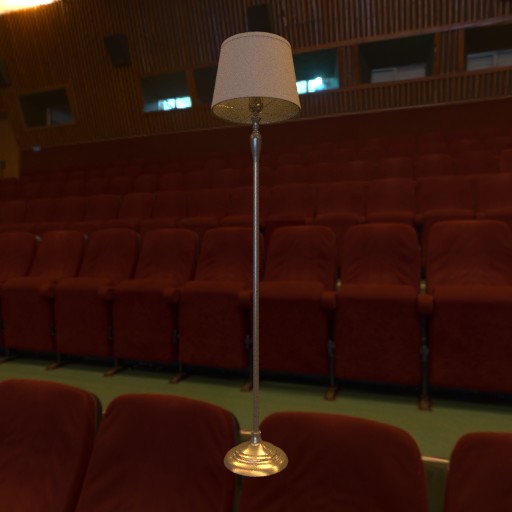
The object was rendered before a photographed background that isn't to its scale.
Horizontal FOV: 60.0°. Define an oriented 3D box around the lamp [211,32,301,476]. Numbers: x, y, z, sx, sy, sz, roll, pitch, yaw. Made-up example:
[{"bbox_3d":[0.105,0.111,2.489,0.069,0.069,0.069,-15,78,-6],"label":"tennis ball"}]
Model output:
[{"bbox_3d":[0.000,0.000,1.623,0.327,1.506,0.327,0,1,19],"label":"lamp"}]
